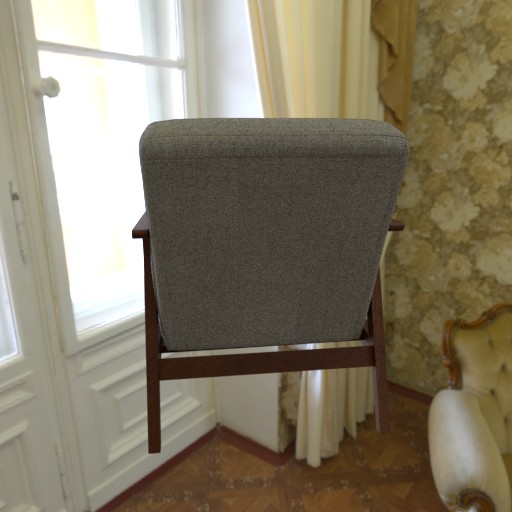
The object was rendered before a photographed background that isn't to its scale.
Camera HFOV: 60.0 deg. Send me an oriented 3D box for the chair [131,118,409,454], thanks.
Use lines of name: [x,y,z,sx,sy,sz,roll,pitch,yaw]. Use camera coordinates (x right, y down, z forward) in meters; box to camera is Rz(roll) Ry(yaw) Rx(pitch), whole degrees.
chair: [0.000,0.000,1.433,0.704,0.847,0.858,-2,17,-7]
